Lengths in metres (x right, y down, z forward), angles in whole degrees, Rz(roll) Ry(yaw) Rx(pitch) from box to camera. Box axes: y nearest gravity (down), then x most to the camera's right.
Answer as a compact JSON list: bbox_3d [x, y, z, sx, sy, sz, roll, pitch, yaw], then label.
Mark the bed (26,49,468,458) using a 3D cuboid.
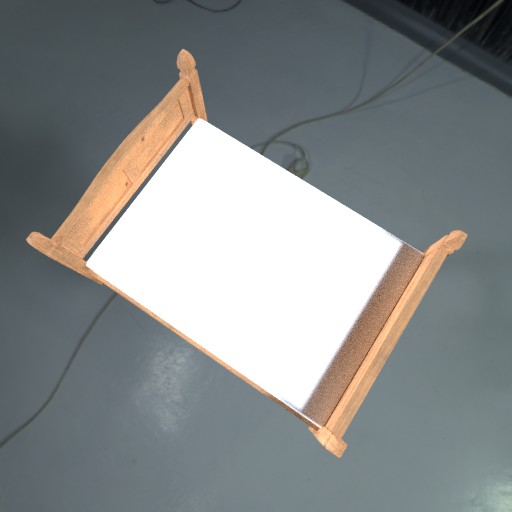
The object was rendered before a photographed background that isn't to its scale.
[{"bbox_3d":[0.000,0.000,2.931,2.069,1.100,1.490,33,78,8],"label":"bed"}]
